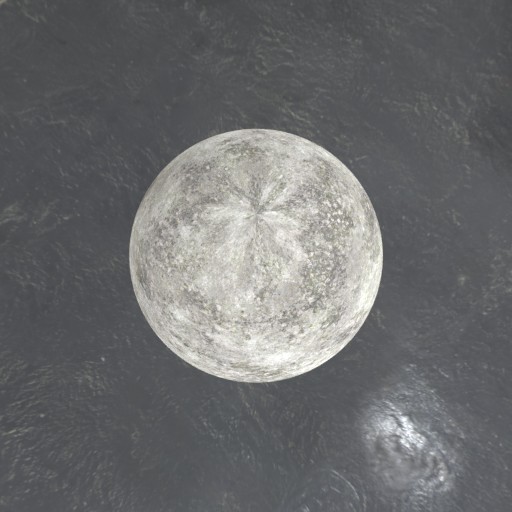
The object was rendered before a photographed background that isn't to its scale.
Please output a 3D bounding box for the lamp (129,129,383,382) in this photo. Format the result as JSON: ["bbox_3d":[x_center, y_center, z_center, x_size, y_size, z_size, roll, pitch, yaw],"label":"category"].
[{"bbox_3d":[0.000,0.000,0.768,0.422,0.429,0.422,0,76,0],"label":"lamp"}]
